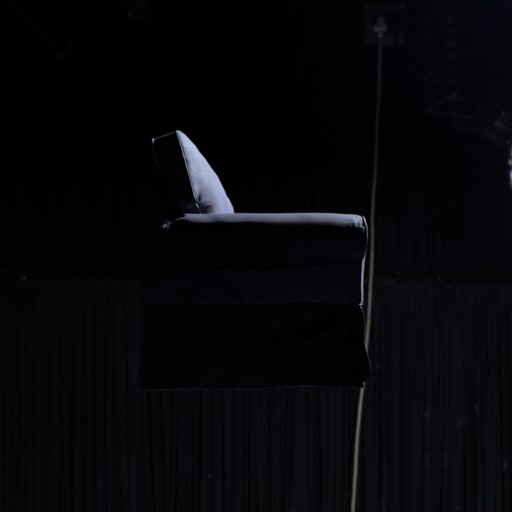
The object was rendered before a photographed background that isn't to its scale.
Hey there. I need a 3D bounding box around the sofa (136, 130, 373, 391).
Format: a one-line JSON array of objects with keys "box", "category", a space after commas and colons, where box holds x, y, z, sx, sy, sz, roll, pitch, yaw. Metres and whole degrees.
[{"box": [0.000, 0.000, 2.869, 0.983, 1.094, 2.256, 0, 0, 0], "category": "sofa"}]
